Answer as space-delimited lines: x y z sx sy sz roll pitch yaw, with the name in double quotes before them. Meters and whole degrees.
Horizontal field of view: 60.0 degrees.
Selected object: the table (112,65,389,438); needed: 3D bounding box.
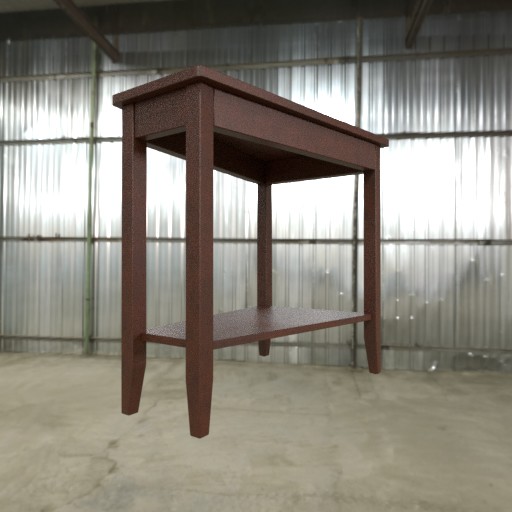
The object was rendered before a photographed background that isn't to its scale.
"table" 0.000 0.000 0.994 0.399 0.589 0.605 0 -1 36
